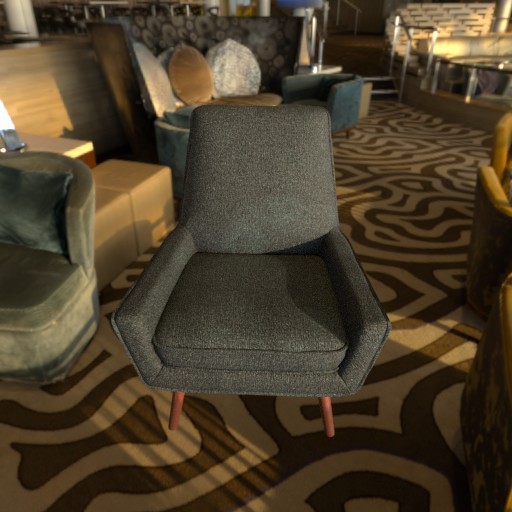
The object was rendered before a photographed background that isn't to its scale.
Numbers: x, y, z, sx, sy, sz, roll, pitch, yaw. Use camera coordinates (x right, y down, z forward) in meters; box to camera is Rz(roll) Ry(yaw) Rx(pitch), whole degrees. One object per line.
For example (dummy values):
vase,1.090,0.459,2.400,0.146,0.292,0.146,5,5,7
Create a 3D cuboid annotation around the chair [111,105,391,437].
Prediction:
chair,0.000,0.000,1.554,0.763,0.883,0.859,1,30,2
